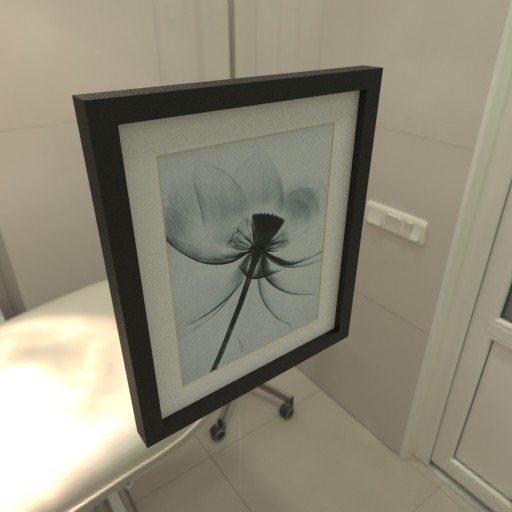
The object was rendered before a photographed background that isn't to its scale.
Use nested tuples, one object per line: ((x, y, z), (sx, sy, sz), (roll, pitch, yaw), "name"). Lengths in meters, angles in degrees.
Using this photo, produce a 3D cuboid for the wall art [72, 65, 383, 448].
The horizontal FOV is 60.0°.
((0.000, 0.000, 0.509), (0.330, 0.381, 0.029), (-20, 35, -31), "wall art")
